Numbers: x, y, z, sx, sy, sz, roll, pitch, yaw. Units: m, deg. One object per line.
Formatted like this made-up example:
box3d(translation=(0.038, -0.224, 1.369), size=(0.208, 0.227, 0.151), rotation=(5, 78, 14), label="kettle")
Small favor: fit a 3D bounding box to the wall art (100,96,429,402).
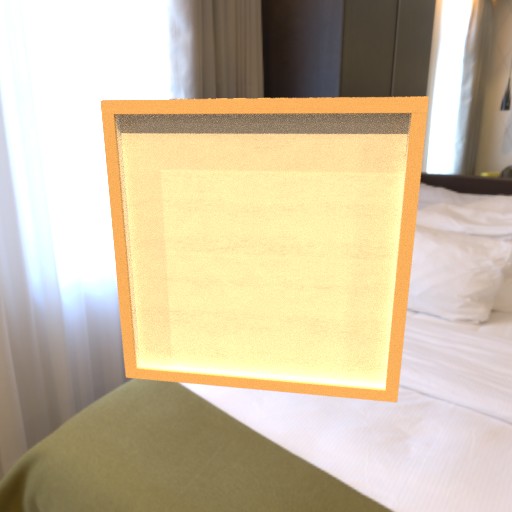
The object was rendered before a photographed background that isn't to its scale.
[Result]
box3d(translation=(0.000, 0.000, 1.361), size=(0.914, 0.914, 0.038), rotation=(3, 17, 9), label="wall art")
